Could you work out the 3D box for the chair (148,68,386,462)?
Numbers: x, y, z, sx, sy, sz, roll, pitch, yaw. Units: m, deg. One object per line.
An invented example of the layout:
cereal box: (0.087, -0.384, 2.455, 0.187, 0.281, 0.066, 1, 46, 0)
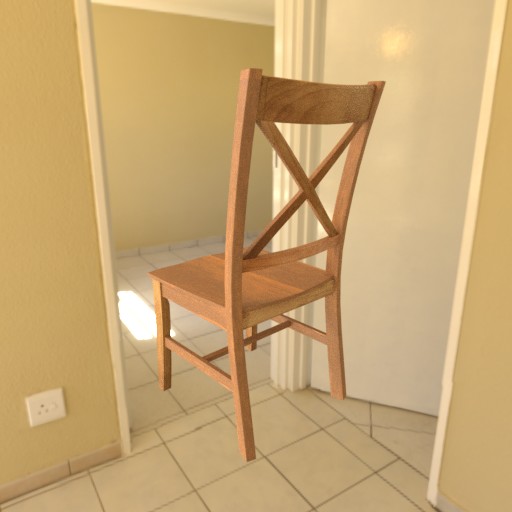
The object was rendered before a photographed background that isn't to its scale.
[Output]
chair: (0.000, 0.000, 1.341, 0.485, 0.983, 0.542, -15, 23, -40)
